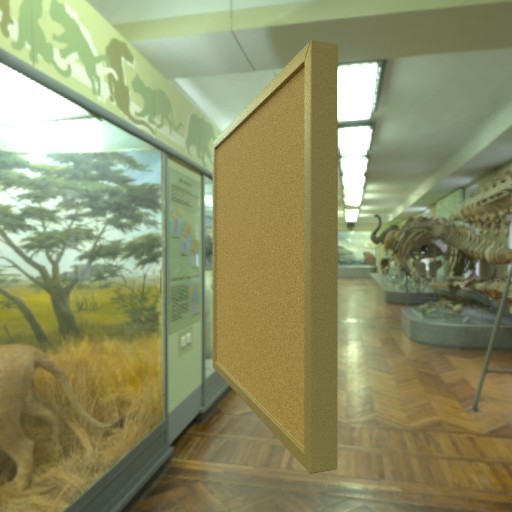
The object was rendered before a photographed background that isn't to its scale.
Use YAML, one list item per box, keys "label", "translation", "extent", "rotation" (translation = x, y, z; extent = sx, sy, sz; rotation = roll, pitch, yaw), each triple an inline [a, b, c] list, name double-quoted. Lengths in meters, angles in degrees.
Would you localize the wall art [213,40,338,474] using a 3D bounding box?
- label: "wall art"
  translation: [0.000, 0.000, 0.766]
  extent: [0.036, 0.509, 0.509]
  rotation: [0, 1, -19]
